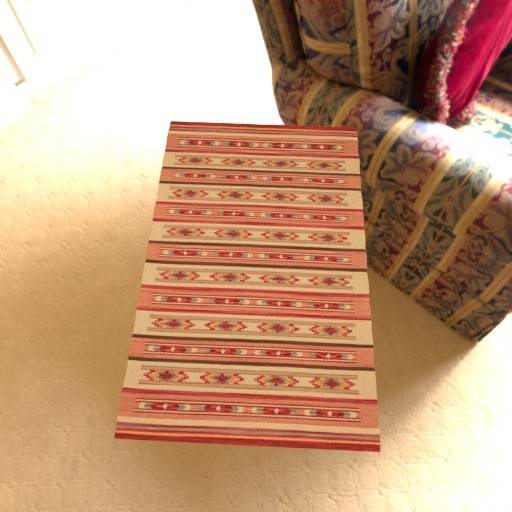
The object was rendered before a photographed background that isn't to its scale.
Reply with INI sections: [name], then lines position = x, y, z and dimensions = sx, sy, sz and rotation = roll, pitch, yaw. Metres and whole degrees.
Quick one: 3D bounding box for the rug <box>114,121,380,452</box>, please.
[rug]
position = 0.000, 0.000, 3.083
dimensions = 1.535, 0.010, 2.431
rotation = 2, 63, 1
